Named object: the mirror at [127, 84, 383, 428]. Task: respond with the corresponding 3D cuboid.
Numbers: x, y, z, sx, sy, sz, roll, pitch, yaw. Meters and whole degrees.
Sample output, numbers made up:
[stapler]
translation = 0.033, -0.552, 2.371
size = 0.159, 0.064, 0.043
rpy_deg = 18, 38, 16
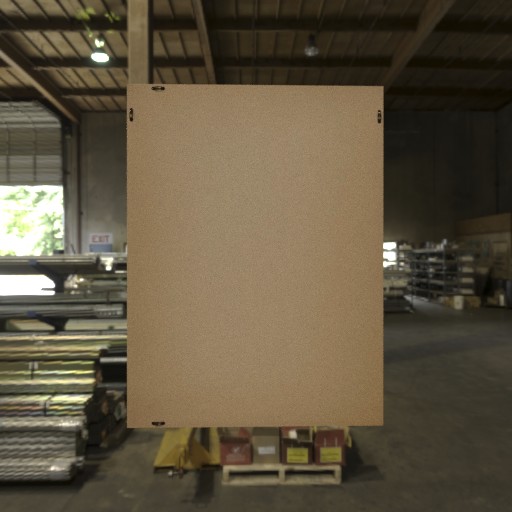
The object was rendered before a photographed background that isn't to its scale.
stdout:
[mirror]
translation = 0.000, 0.000, 1.333
size = 0.762, 1.016, 0.040
rpy_deg = 0, 0, -1
